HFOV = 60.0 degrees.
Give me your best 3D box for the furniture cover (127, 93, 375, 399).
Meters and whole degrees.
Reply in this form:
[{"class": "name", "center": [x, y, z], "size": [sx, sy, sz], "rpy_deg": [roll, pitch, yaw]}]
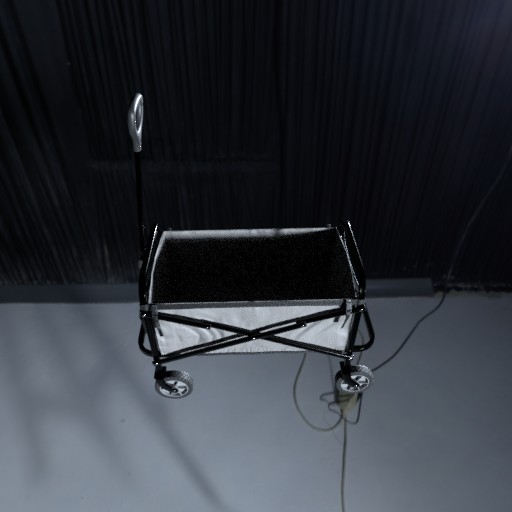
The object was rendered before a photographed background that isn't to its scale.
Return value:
[{"class": "furniture cover", "center": [0.000, 0.000, 1.783], "size": [1.038, 1.295, 0.532], "rpy_deg": [-1, 41, -1]}]
